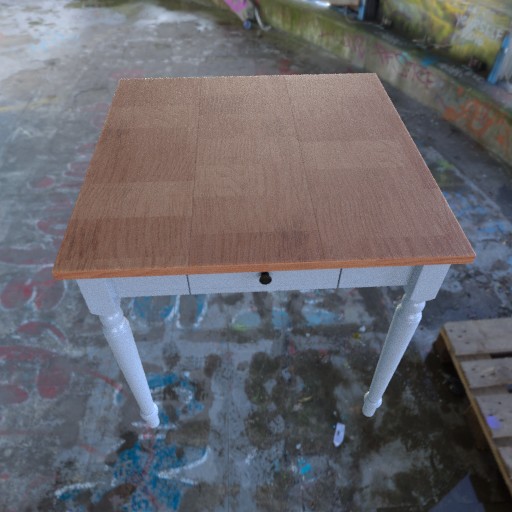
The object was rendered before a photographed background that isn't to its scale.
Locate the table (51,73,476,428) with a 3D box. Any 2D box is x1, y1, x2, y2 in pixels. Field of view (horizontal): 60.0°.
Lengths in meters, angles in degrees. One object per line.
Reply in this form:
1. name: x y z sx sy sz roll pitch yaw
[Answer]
1. table: 0.000 0.000 1.299 0.747 0.738 0.747 -2 46 -2
